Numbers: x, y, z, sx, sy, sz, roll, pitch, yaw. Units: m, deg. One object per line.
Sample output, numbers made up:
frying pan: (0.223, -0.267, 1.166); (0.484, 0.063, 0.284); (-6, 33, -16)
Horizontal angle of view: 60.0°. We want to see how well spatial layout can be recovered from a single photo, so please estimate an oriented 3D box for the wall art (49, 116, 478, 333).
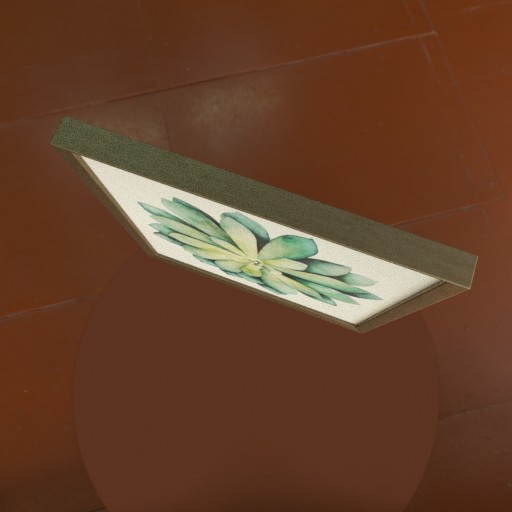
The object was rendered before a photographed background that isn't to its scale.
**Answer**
wall art: (0.000, 0.000, 0.745); (0.503, 0.506, 0.040); (20, 76, 5)
